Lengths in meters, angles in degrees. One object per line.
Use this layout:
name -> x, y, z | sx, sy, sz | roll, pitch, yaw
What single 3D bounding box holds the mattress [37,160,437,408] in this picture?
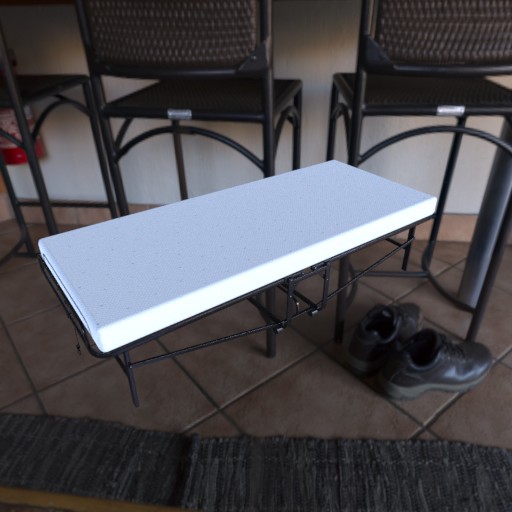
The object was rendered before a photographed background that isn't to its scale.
mattress -> 0.000, 0.000, 2.580 | 2.153, 0.519, 0.922 | -21, 37, -31
